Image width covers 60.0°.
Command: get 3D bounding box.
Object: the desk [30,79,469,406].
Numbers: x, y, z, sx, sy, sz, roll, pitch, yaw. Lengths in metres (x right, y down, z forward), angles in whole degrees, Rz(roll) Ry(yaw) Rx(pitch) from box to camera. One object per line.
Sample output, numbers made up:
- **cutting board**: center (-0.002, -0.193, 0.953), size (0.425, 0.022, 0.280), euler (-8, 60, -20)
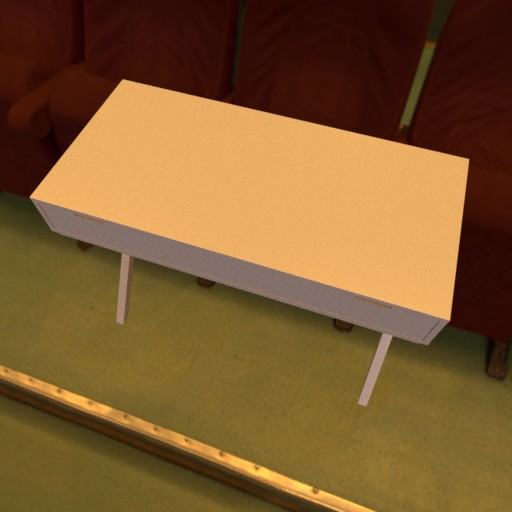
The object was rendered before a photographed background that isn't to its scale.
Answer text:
- **desk**: center (0.000, 0.000, 1.504), size (1.059, 0.780, 0.509), euler (16, 59, 10)
